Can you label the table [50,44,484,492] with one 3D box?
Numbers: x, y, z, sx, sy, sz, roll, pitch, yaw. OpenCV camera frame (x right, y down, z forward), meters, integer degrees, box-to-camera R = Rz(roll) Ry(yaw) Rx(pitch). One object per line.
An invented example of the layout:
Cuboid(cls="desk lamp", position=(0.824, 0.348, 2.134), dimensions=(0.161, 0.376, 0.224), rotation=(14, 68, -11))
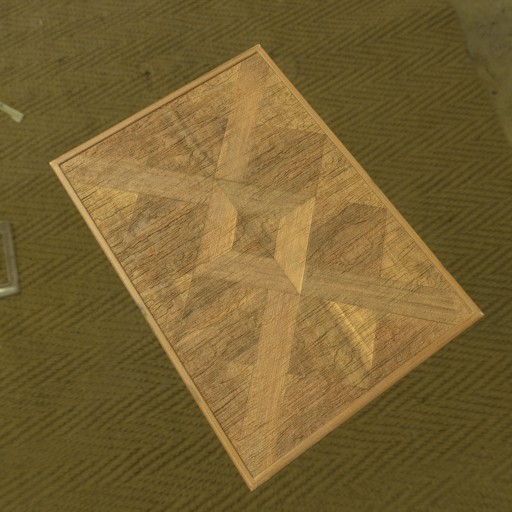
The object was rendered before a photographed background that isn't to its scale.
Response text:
Cuboid(cls="table", position=(0.000, 0.000, 1.682), dimensions=(0.877, 0.492, 1.238), rotation=(-33, 76, -9))
